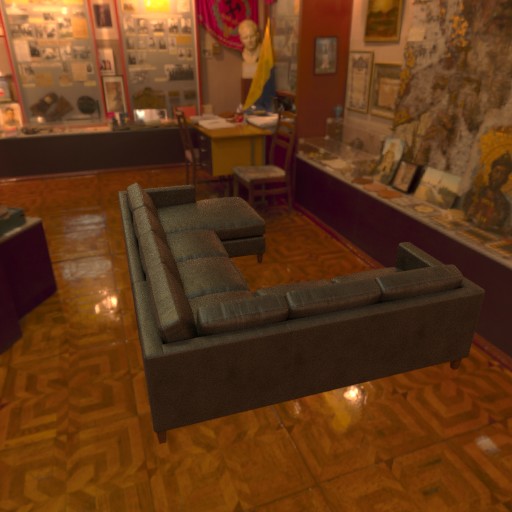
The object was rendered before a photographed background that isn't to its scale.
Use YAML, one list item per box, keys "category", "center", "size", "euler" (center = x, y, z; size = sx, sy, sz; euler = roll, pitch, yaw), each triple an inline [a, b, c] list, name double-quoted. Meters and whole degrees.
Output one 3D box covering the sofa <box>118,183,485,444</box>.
- category: "sofa"
  center: [0.000, 0.000, 4.431]
  size: [2.452, 0.891, 3.324]
  euler: [-8, 27, -16]
